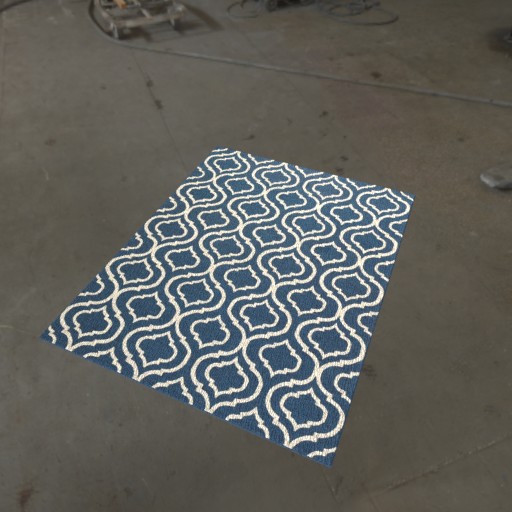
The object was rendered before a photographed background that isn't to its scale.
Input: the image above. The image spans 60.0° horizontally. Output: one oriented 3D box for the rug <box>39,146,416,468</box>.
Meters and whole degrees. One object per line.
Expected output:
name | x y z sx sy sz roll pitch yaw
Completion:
rug | 0.000 0.000 3.903 2.270 0.020 2.881 18 48 16
